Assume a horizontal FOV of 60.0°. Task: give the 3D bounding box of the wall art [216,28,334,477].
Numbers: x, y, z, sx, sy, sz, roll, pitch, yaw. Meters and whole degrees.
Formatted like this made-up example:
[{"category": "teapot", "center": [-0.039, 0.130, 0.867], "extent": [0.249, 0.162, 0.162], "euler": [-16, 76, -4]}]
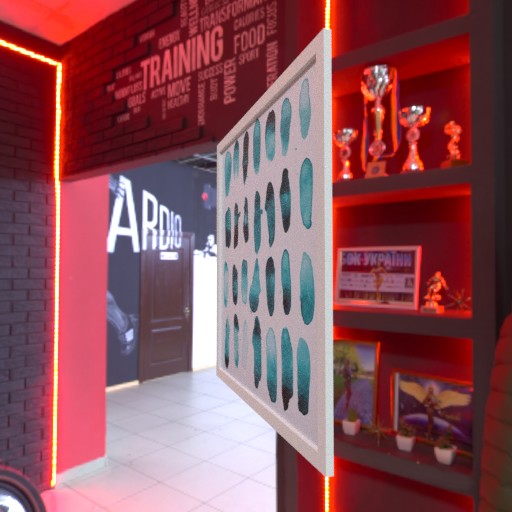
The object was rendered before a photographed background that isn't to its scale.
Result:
[{"category": "wall art", "center": [0.000, 0.000, 0.667], "extent": [0.009, 0.457, 0.456], "euler": [1, -2, -19]}]
